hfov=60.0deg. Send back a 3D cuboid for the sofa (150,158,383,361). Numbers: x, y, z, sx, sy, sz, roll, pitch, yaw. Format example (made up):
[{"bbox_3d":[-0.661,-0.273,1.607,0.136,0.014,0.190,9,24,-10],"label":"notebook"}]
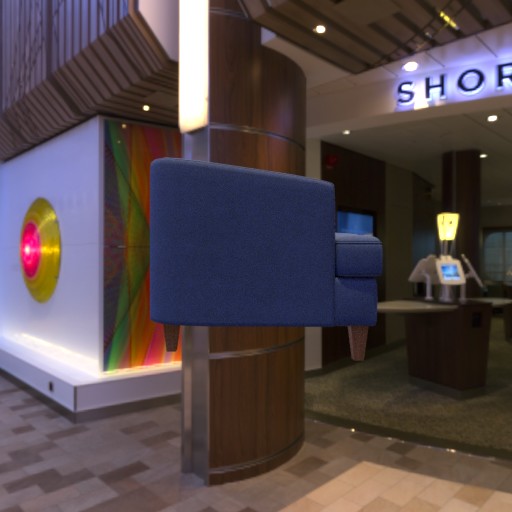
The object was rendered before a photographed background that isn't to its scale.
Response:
[{"bbox_3d":[0.000,0.000,2.726,0.914,0.787,2.235,0,0,-1],"label":"sofa"}]
